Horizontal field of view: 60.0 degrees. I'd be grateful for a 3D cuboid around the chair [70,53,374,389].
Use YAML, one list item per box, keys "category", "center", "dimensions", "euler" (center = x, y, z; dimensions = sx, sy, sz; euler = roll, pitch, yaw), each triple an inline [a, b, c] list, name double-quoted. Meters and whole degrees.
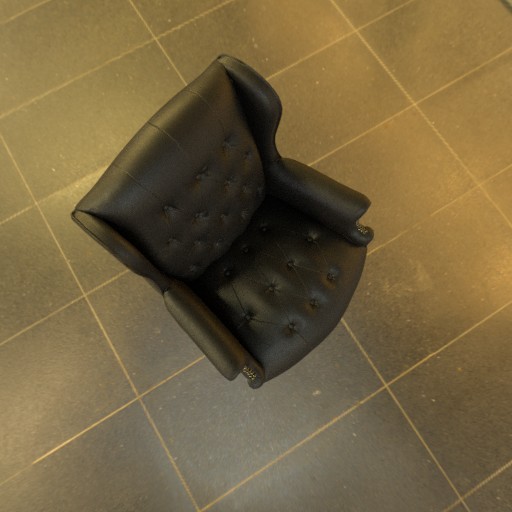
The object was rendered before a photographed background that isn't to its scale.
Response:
- category: "chair"
  center: [0.000, 0.000, 1.699]
  dimensions: [0.822, 1.133, 0.831]
  euler: [38, 79, 9]
